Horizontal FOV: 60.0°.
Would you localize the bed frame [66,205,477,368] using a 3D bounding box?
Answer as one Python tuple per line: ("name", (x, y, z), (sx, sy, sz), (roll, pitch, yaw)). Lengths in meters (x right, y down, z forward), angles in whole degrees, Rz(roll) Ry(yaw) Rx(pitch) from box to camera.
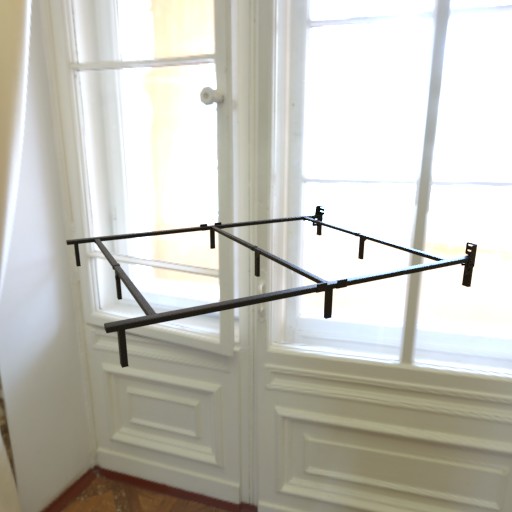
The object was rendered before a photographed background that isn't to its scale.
("bed frame", (0.000, 0.000, 2.682), (1.990, 0.248, 1.498), (-8, 18, -26))
